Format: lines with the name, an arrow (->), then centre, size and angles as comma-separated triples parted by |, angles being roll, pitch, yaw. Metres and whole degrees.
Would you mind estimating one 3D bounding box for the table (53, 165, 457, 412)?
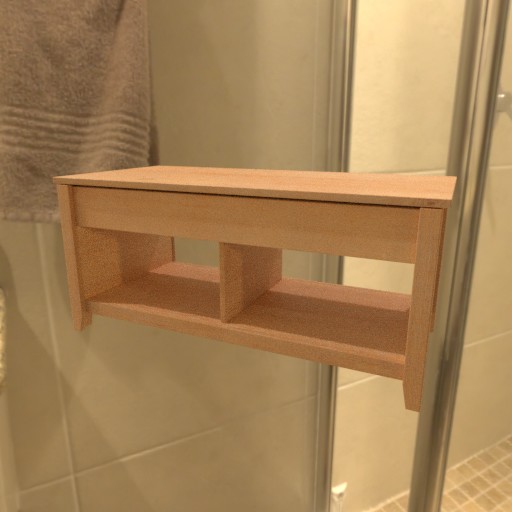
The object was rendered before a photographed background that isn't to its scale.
table -> 0.000, 0.000, 1.294 | 1.016, 0.457, 0.483 | 7, 17, 24
